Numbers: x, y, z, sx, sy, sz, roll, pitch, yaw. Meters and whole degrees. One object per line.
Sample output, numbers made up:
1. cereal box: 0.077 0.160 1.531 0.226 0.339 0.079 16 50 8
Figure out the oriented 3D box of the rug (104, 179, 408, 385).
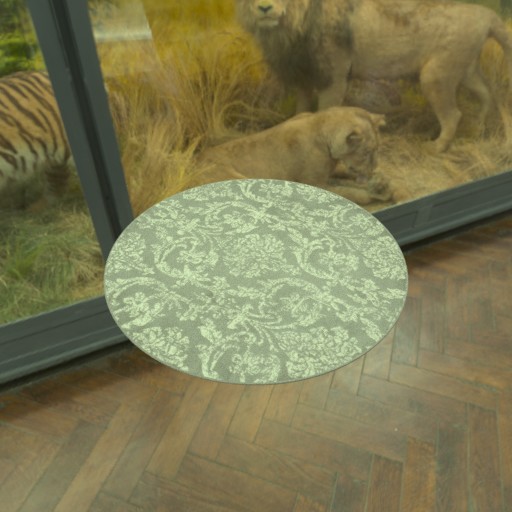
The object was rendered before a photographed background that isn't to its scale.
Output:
1. rug: 0.000 0.000 2.393 1.593 0.012 1.593 0 41 0
